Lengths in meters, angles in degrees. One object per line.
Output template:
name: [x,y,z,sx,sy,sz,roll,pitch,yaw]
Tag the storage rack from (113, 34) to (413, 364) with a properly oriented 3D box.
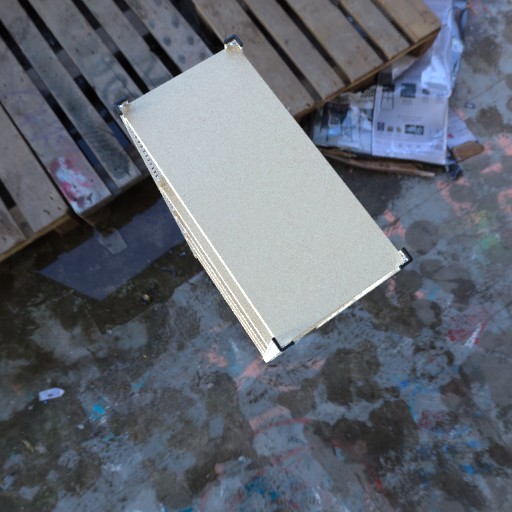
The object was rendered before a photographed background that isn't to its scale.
storage rack: [0.000,0.000,2.189,0.457,1.829,0.914,-33,78,-8]
